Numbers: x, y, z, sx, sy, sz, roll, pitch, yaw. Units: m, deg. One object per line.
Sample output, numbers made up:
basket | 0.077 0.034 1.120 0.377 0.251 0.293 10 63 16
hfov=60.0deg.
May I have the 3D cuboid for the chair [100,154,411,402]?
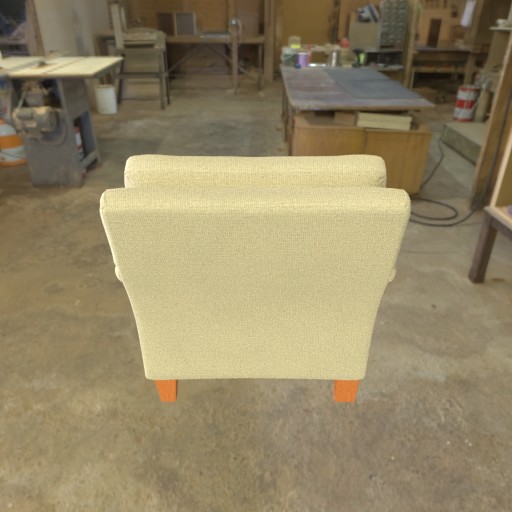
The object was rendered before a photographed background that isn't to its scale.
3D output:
chair | 0.000 0.000 1.907 0.955 1.038 1.070 0 29 0
